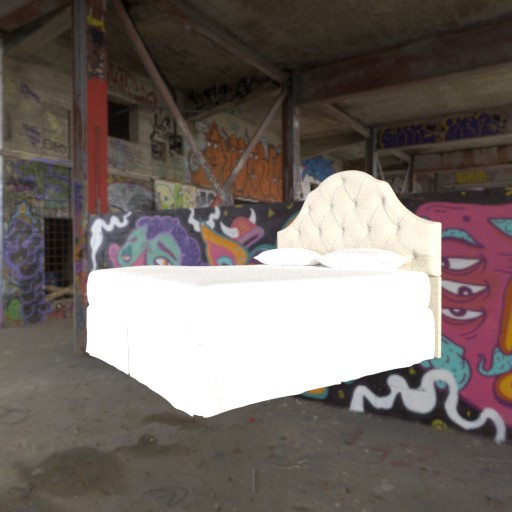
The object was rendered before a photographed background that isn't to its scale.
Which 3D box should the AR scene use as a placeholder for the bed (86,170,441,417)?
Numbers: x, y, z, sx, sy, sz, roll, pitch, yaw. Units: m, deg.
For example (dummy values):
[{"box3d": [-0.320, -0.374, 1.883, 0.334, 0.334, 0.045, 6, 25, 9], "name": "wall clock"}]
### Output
[{"box3d": [0.000, 0.000, 3.627, 2.214, 1.615, 2.008, 0, 1, -37], "name": "bed"}]
